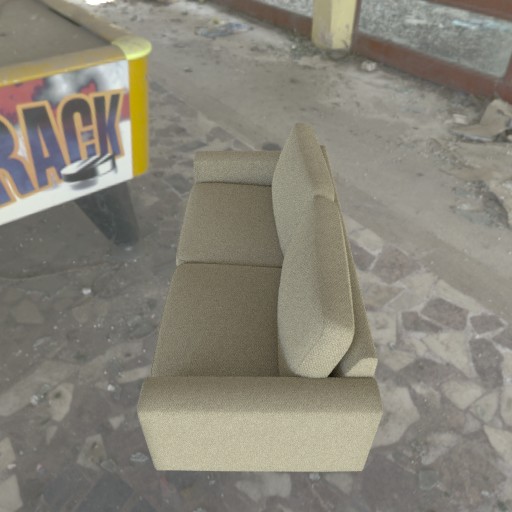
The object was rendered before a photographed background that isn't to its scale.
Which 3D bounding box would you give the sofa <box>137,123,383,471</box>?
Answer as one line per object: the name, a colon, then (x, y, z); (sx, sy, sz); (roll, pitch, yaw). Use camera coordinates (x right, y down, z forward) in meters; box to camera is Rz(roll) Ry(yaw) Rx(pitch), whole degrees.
sofa: (0.000, 0.000, 2.640); (1.016, 0.873, 2.179); (0, 41, 0)
